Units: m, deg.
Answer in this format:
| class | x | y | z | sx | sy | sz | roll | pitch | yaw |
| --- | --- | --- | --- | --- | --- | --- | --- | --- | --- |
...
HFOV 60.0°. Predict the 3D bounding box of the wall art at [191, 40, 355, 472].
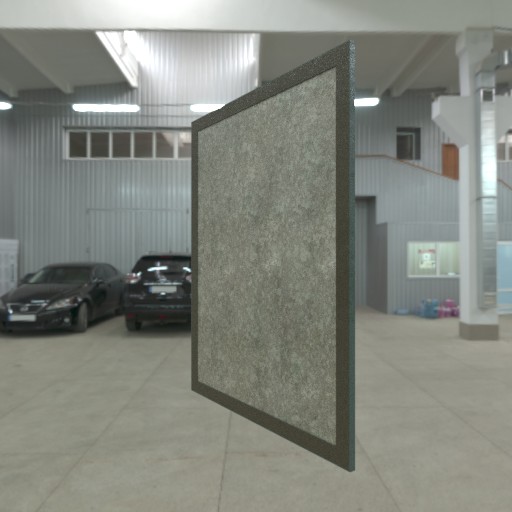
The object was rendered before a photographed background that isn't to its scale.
| class | x | y | z | sx | sy | sz | roll | pitch | yaw |
| --- | --- | --- | --- | --- | --- | --- | --- | --- | --- |
| wall art | 0.000 | 0.000 | 1.325 | 0.030 | 0.983 | 0.767 | 0 | 0 | -36 |
